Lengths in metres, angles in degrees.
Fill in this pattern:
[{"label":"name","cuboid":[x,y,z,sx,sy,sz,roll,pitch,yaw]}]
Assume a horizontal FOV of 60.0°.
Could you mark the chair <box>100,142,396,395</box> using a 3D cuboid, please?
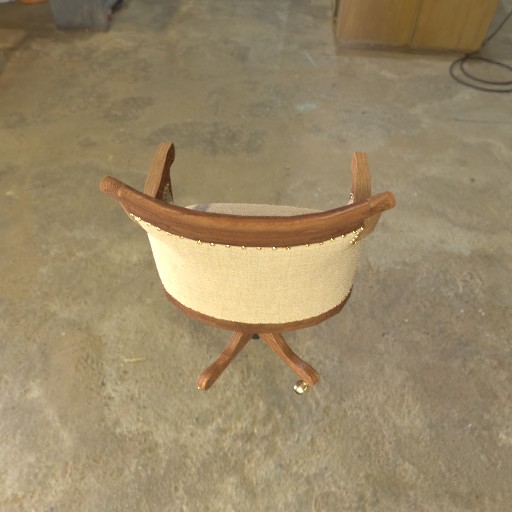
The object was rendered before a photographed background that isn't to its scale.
[{"label":"chair","cuboid":[0.000,0.000,1.436,0.656,0.965,0.689,4,47,3]}]
